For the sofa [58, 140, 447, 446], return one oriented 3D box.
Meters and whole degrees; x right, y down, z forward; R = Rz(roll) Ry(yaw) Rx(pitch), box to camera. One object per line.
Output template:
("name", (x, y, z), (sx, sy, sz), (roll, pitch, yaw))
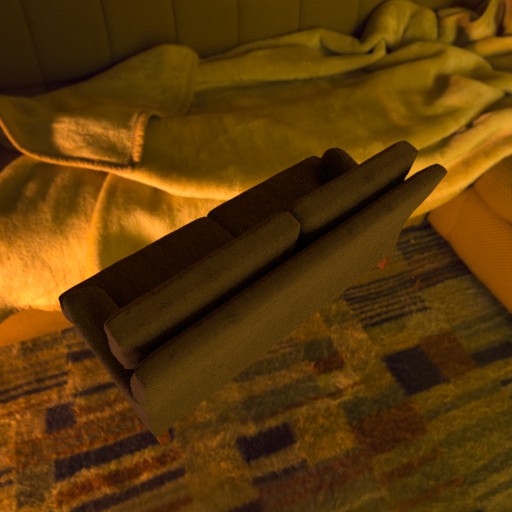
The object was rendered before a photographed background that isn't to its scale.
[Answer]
("sofa", (0.000, 0.000, 2.738), (2.165, 1.087, 1.086), (-33, 55, -27))
